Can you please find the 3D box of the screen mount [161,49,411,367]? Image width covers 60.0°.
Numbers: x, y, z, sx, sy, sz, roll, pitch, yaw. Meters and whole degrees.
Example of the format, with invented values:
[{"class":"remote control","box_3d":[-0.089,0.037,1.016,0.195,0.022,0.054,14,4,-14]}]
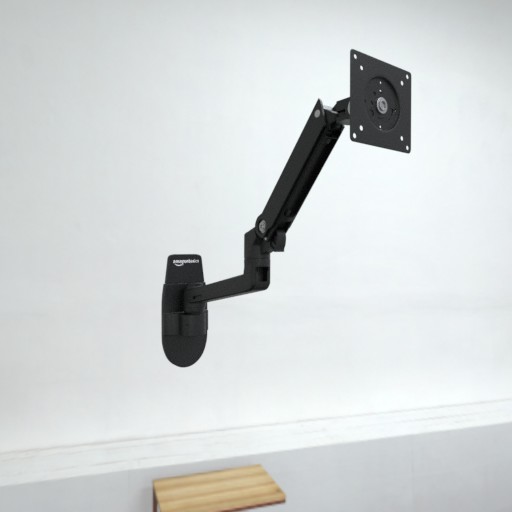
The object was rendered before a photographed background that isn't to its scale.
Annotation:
[{"class":"screen mount","box_3d":[0.000,0.000,0.723,0.115,0.466,0.495,-1,1,-37]}]
